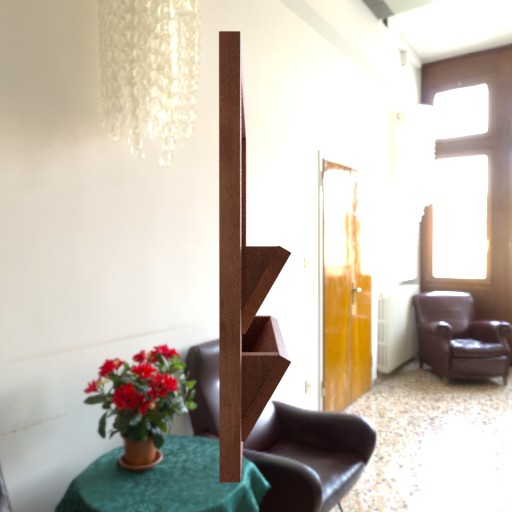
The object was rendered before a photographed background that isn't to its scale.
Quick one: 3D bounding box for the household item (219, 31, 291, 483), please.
[{"bbox_3d":[0.000,0.000,0.553,0.067,0.407,0.310,0,1,0],"label":"household item"}]
